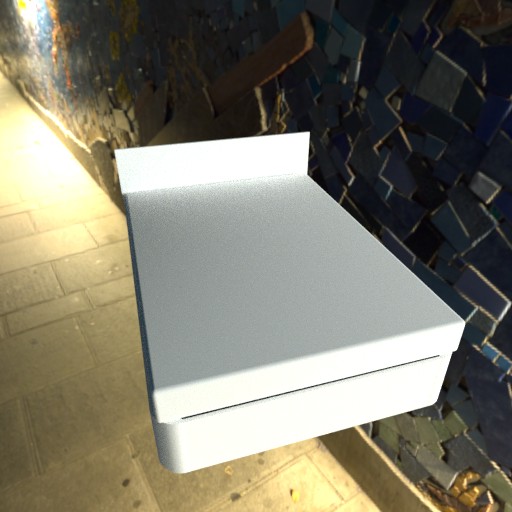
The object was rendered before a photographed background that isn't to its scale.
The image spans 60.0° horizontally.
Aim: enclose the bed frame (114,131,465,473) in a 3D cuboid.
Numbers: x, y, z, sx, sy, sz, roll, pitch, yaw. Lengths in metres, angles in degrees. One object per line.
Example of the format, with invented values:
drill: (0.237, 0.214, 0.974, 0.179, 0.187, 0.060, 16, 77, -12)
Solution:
bed frame: (0.000, 0.000, 2.572, 1.400, 0.800, 1.900, -9, 33, -14)
